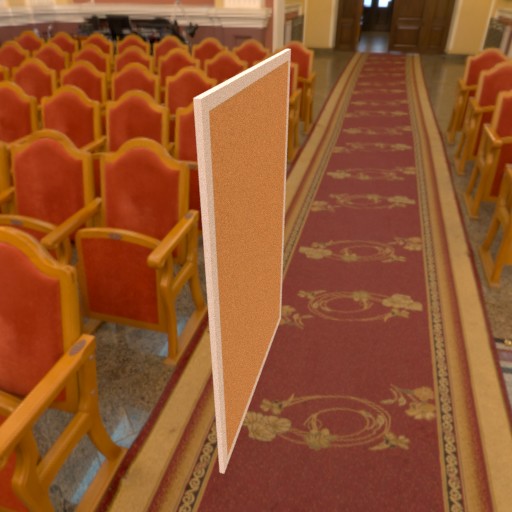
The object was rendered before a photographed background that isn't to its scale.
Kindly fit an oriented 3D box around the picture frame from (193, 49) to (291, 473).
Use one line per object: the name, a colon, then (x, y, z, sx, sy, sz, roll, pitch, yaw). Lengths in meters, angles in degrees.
picture frame: (0.000, 0.000, 1.184, 0.013, 0.940, 0.659, 8, 32, 13)
